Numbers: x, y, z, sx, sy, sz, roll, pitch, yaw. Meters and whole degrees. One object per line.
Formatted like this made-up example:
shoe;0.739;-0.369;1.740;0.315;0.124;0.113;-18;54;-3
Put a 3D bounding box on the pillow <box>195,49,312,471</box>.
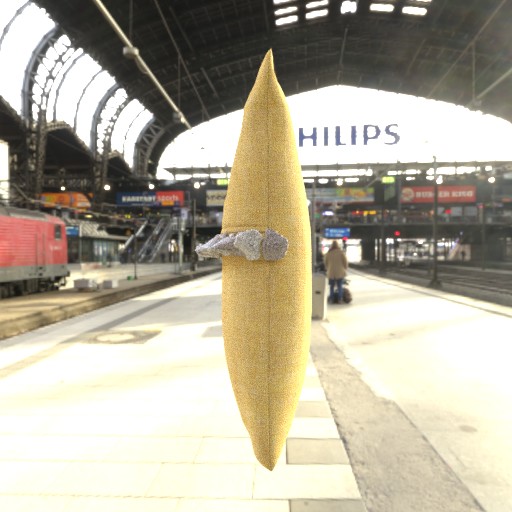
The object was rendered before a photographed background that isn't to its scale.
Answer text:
pillow;0.000;0.000;0.734;0.167;0.481;0.485;0;1;0
